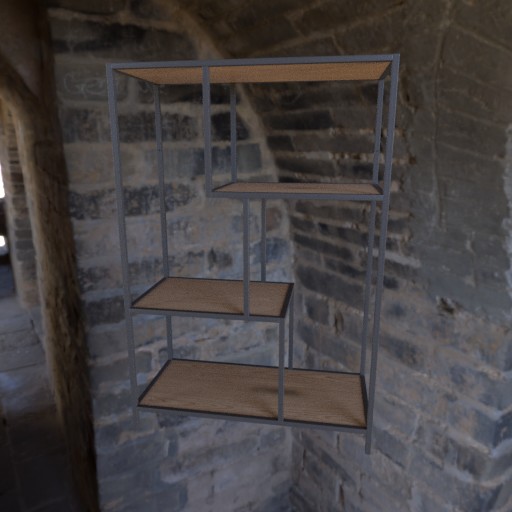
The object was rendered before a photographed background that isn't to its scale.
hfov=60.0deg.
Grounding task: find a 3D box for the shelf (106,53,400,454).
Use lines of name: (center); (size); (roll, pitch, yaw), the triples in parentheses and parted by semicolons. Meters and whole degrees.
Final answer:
shelf: (0.000, 0.000, 1.449); (0.770, 1.138, 0.350); (2, 14, 9)
